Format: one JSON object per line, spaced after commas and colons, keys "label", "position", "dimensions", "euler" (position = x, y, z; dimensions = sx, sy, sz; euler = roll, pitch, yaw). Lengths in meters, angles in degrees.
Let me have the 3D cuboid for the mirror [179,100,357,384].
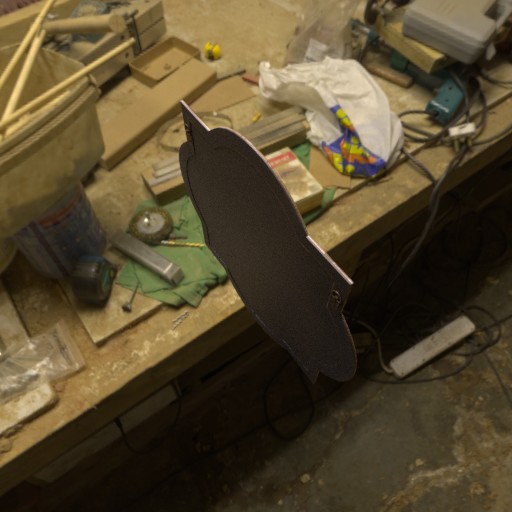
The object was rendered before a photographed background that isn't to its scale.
{"label": "mirror", "position": [0.000, 0.000, 1.062], "dimensions": [0.019, 0.686, 0.686], "euler": [-31, 63, -18]}
